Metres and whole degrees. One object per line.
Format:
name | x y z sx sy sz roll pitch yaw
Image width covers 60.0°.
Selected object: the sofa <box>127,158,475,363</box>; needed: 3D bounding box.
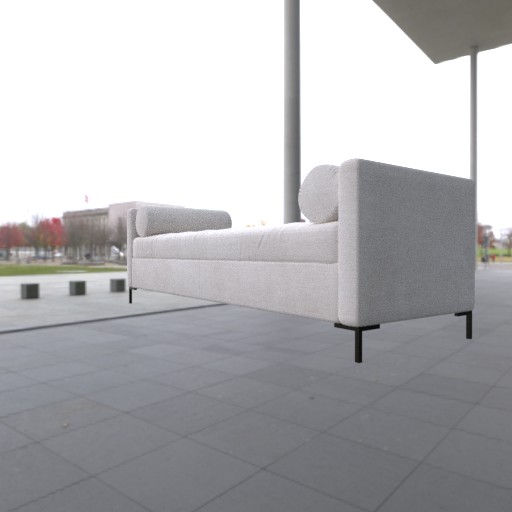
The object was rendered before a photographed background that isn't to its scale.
sofa | 0.000 0.000 2.324 0.686 0.635 1.981 0 0 -36
